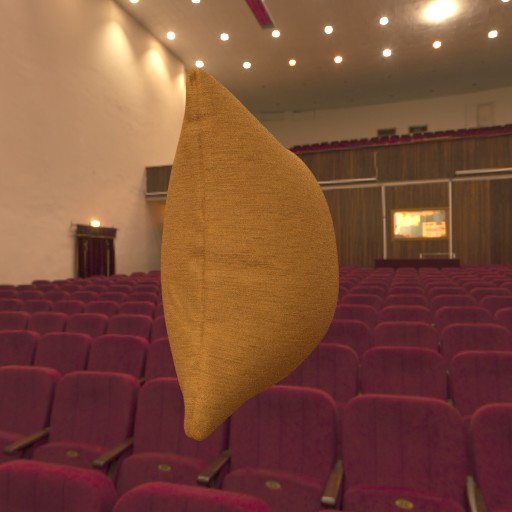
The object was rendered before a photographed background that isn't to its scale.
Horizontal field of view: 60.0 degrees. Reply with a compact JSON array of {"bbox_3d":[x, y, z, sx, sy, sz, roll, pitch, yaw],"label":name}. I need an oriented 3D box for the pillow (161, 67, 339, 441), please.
[{"bbox_3d":[0.000,0.000,0.689,0.247,0.417,0.435,-1,-2,19],"label":"pillow"}]
